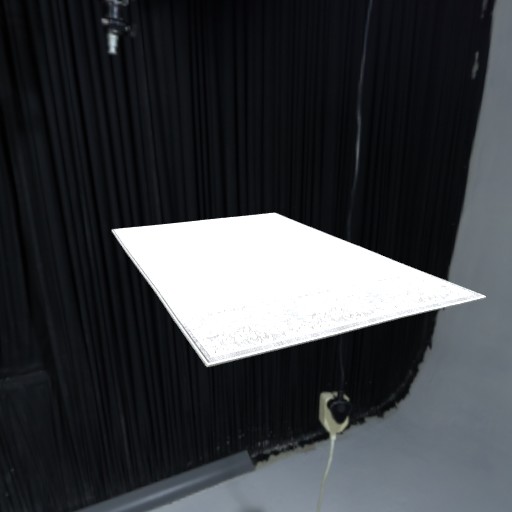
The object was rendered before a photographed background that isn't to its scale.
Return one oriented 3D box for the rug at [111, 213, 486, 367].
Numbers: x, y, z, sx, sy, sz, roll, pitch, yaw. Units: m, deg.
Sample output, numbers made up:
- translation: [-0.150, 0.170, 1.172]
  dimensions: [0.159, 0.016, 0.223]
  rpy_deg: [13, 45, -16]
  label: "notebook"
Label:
- translation: [0.000, 0.000, 3.527]
  dimensions: [1.819, 0.018, 2.746]
  rpy_deg: [-8, 19, -25]
  label: "rug"
